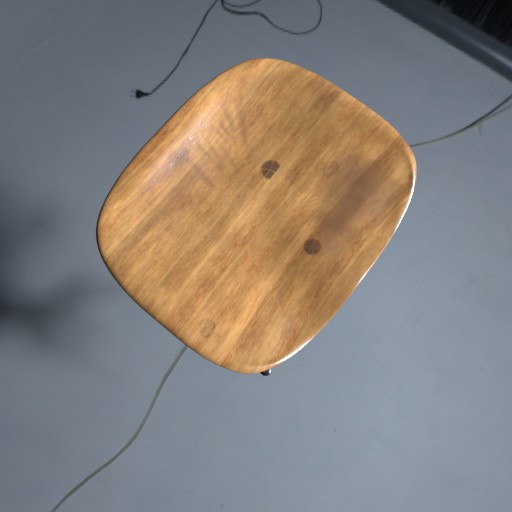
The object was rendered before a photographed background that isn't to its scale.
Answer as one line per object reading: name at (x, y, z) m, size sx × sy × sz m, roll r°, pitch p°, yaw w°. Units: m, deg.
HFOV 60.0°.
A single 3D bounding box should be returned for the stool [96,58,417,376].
stool at (0.000, 0.000, 0.955) m, size 0.424 × 0.694 × 0.432 m, roll 38°, pitch 79°, yaw 9°
